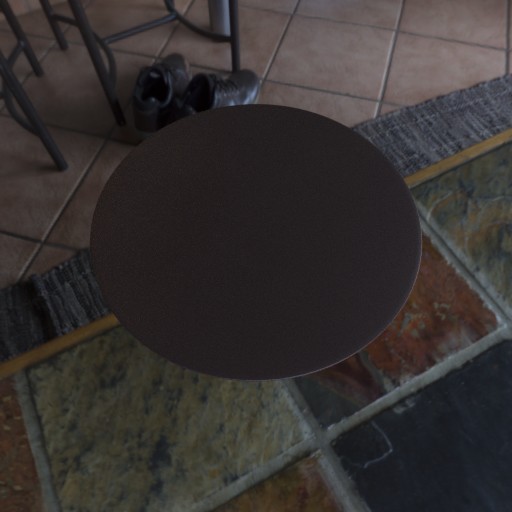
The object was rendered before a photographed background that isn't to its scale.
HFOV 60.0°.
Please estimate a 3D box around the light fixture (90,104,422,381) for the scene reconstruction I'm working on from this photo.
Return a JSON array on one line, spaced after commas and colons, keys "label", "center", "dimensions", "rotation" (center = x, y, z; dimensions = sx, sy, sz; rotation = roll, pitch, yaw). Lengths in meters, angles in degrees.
[{"label": "light fixture", "center": [0.000, 0.000, 0.437], "dimensions": [0.280, 0.135, 0.280], "rotation": [0, 60, 0]}]
